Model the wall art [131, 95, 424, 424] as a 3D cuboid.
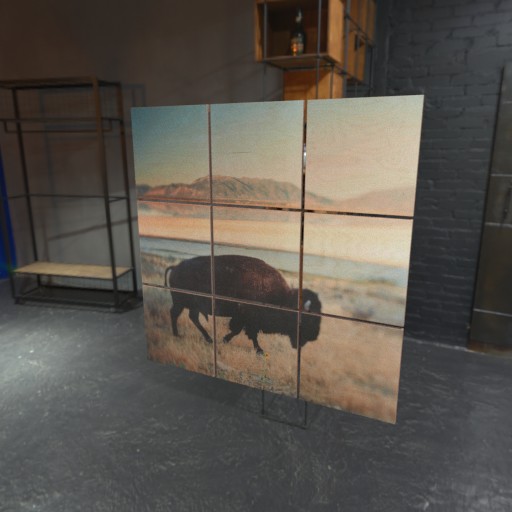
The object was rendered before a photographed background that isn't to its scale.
[{"bbox_3d":[0.000,0.000,1.378,0.906,0.904,0.018,7,16,25],"label":"wall art"}]
